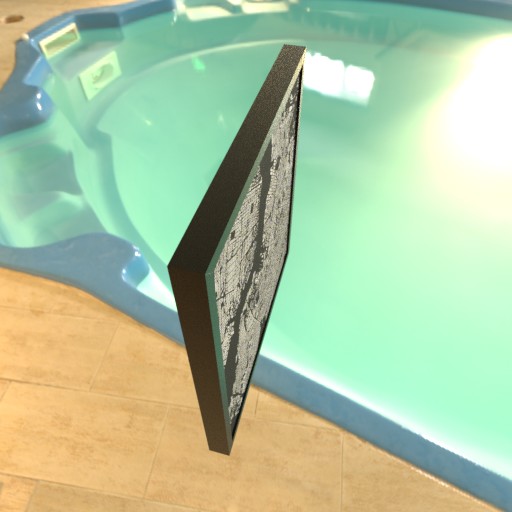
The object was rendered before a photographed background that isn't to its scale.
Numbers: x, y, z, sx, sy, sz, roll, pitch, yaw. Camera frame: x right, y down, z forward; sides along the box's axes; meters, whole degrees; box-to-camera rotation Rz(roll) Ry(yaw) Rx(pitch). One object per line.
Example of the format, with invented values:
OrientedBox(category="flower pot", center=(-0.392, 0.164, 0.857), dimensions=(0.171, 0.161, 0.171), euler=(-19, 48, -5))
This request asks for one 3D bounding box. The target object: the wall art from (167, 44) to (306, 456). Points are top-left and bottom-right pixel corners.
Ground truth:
OrientedBox(category="wall art", center=(0.000, 0.000, 0.763), dimensions=(0.038, 0.506, 0.506), euler=(11, 49, 10))
